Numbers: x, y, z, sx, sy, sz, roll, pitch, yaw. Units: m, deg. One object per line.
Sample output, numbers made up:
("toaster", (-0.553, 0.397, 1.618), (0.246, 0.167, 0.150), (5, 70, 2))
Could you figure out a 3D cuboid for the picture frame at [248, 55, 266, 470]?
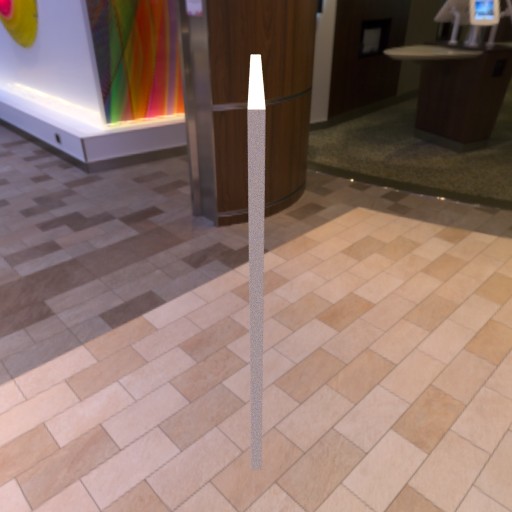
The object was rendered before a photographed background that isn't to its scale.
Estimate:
("picture frame", (0.000, 0.000, 0.565), (0.013, 0.434, 0.305), (0, 31, 0))
